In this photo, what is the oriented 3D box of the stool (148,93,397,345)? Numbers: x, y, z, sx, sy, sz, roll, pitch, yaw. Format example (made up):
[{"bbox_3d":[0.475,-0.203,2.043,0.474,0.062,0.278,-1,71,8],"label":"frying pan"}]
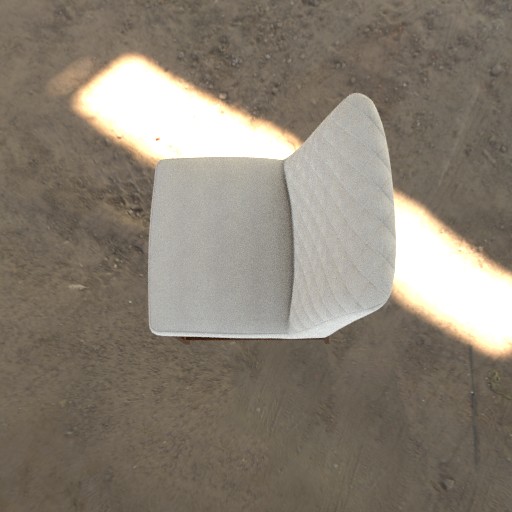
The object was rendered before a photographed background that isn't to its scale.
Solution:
[{"bbox_3d":[0.000,0.000,1.330,0.576,0.973,0.507,0,75,0],"label":"stool"}]
